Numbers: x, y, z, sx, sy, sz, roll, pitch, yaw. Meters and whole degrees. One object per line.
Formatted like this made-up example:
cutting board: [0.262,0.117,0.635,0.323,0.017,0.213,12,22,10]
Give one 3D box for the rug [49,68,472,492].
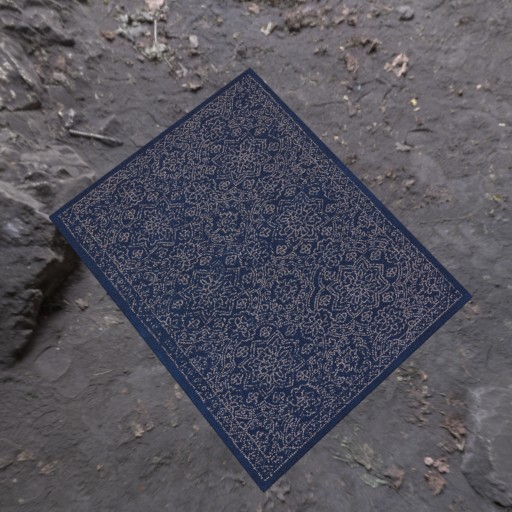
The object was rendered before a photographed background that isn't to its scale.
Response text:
rug: [0.000,0.000,3.996,2.438,0.010,3.048,-40,80,-9]
